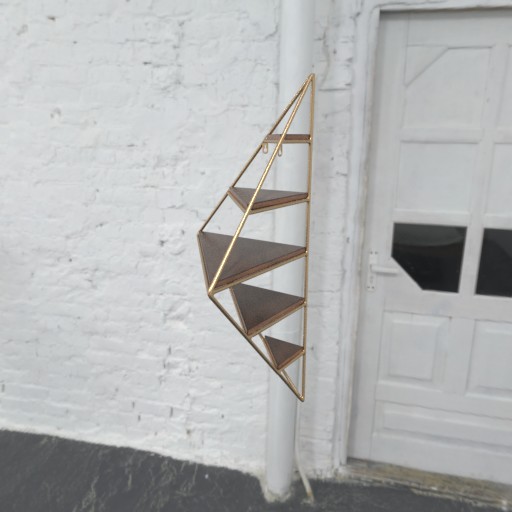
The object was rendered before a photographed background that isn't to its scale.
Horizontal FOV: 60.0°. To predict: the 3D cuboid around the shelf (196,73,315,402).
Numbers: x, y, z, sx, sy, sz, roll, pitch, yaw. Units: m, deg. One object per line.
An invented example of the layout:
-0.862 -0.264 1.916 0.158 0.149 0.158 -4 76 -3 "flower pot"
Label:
0.000 0.000 1.181 0.294 0.913 0.564 -3 15 -9 "shelf"
